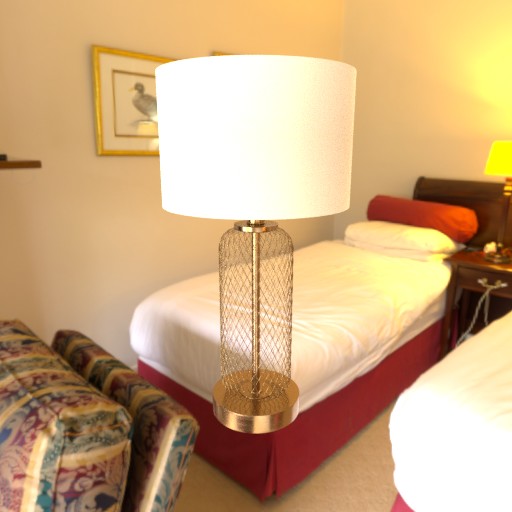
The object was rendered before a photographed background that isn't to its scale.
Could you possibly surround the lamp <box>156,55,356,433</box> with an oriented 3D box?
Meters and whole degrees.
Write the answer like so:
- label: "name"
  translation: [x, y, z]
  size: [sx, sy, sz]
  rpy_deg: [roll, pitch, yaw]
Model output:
- label: "lamp"
  translation: [0.000, 0.000, 0.628]
  size: [0.252, 0.483, 0.252]
  rpy_deg: [2, 14, 7]
